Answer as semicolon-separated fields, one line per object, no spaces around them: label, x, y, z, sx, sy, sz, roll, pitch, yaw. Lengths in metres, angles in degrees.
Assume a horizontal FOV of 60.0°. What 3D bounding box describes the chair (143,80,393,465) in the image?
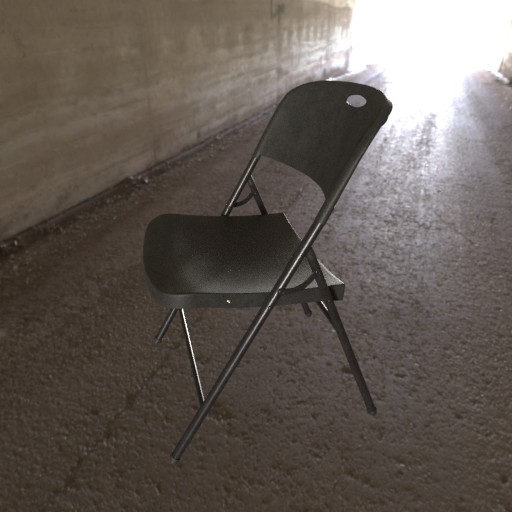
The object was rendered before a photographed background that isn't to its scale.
chair;0.000;0.000;1.146;0.566;0.810;0.494;-8;30;-14
